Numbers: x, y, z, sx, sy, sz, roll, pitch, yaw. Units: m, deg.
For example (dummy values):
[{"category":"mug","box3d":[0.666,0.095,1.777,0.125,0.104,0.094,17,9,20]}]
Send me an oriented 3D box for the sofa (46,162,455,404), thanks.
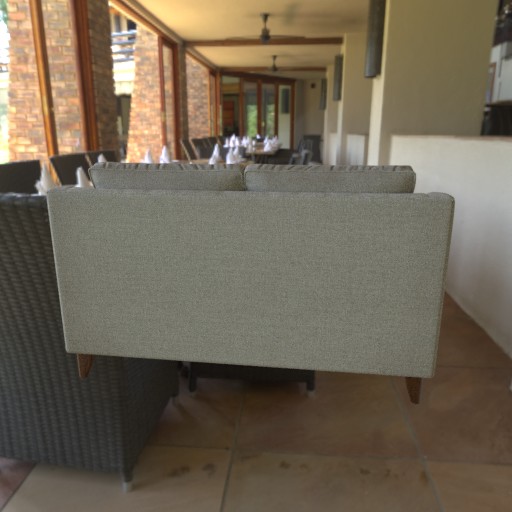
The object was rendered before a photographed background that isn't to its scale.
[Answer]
[{"category":"sofa","box3d":[0.000,0.000,2.017,1.422,0.863,0.915,2,16,8]}]
